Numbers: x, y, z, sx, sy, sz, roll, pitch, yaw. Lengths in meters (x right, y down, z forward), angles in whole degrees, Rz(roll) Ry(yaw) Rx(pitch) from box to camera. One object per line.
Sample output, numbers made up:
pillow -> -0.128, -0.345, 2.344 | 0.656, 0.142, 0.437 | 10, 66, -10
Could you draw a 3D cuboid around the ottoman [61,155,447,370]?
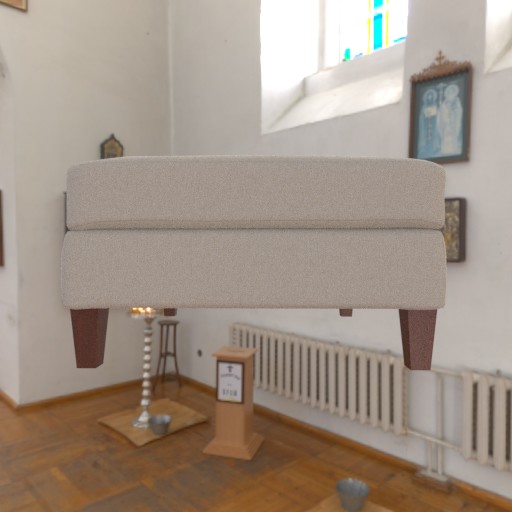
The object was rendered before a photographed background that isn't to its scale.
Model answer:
ottoman -> 0.000, 0.000, 1.406 | 0.836, 0.492, 0.976 | 0, 0, 1
